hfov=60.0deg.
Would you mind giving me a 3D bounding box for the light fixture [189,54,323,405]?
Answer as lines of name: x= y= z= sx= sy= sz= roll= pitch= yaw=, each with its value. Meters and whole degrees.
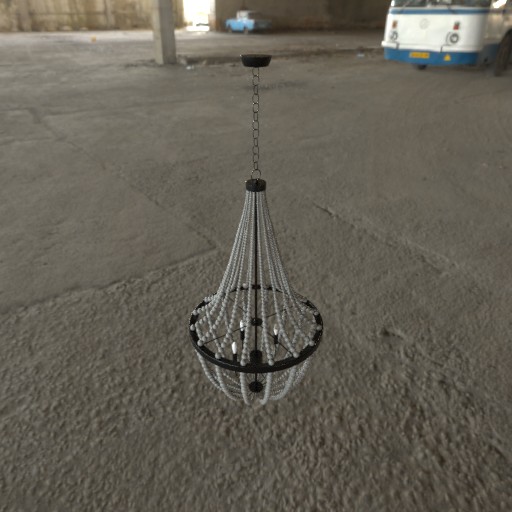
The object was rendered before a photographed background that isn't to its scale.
light fixture: x=0.000 y=0.000 z=1.370 sx=0.450 sy=1.133 sz=0.450 roll=0 pitch=29 yaw=0
